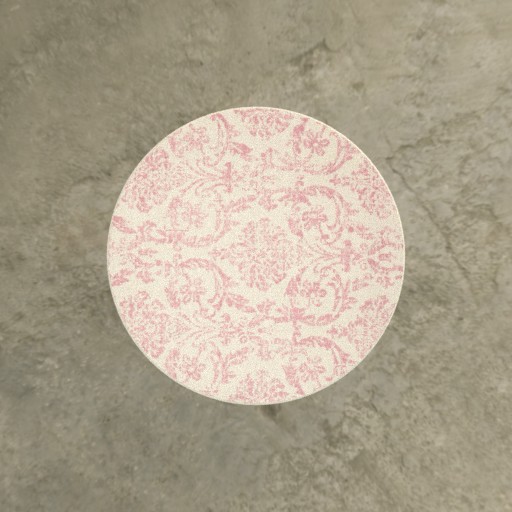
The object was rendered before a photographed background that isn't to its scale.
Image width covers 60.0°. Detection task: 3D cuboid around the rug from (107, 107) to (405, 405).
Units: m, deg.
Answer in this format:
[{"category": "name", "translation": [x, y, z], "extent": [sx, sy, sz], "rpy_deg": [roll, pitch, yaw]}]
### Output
[{"category": "rug", "translation": [0.000, 0.000, 2.366], "extent": [1.593, 0.012, 1.593], "rpy_deg": [0, 90, 0]}]
